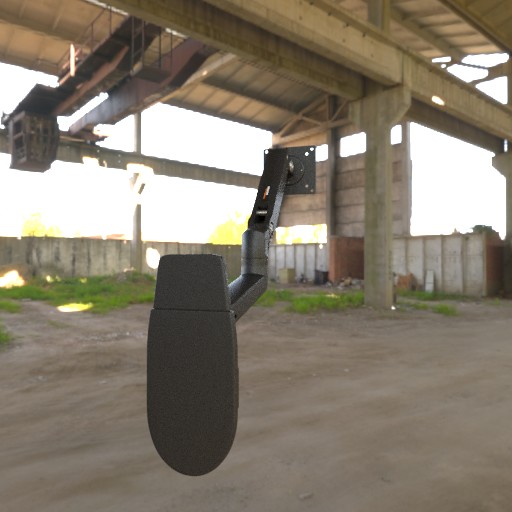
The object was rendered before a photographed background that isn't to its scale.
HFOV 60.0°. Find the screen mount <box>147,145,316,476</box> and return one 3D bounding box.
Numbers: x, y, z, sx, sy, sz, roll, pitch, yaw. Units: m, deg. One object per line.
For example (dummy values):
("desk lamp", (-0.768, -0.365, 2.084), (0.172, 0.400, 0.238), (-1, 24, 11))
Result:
("screen mount", (0.000, 0.000, 0.705), (0.115, 0.466, 0.495), (0, 0, 17))
